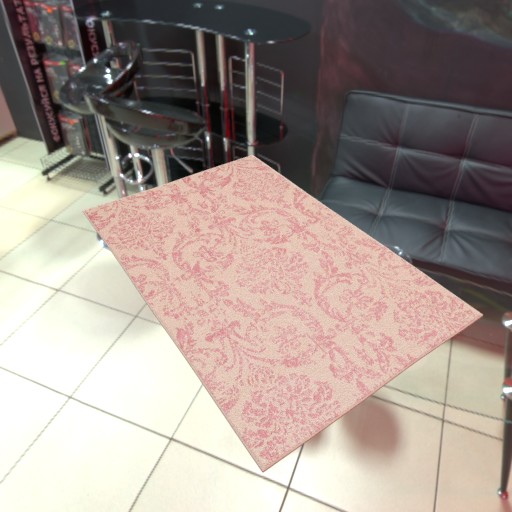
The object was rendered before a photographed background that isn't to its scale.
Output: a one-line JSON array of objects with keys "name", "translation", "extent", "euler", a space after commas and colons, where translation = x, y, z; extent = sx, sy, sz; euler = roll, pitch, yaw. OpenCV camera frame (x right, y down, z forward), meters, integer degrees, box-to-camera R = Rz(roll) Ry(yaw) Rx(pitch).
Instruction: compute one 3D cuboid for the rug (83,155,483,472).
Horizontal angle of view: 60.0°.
[{"name": "rug", "translation": [0.000, 0.000, 2.303], "extent": [1.219, 0.012, 1.839], "euler": [-24, 46, -26]}]
